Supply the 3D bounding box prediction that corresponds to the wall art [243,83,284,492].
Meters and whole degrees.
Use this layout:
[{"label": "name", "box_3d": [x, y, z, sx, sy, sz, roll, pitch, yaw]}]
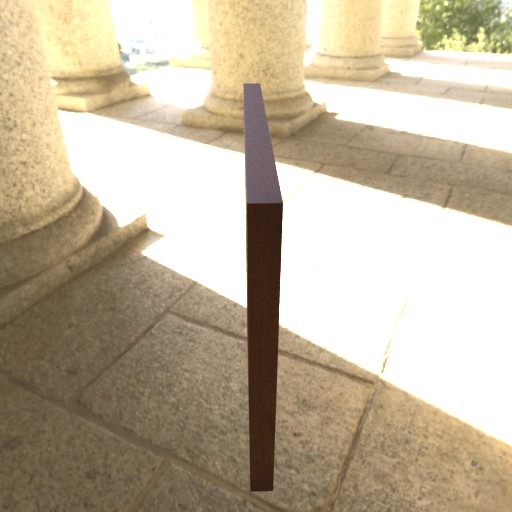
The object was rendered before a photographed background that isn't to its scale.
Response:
[{"label": "wall art", "box_3d": [0.000, 0.000, 0.759, 0.033, 0.457, 0.558, -1, 32, -1]}]
